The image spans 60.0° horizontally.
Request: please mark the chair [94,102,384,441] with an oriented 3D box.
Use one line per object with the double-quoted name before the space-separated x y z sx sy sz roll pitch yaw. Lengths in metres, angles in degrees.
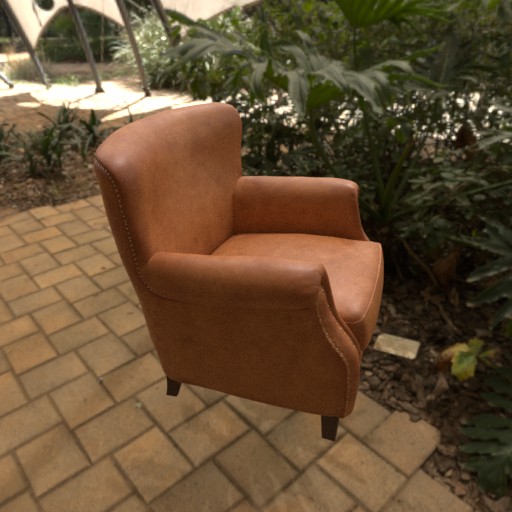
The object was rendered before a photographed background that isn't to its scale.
"chair" 0.000 0.000 1.626 0.921 0.936 0.861 10 31 17
